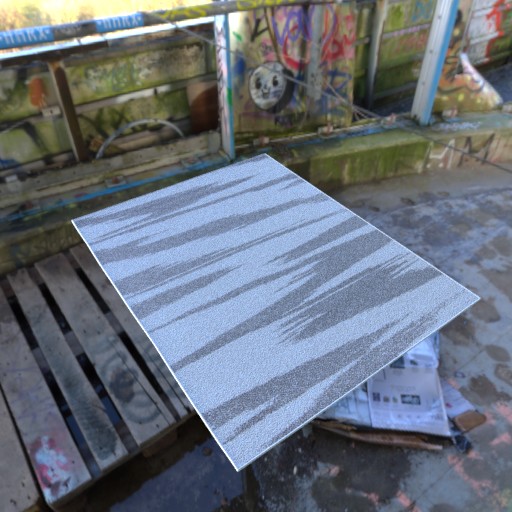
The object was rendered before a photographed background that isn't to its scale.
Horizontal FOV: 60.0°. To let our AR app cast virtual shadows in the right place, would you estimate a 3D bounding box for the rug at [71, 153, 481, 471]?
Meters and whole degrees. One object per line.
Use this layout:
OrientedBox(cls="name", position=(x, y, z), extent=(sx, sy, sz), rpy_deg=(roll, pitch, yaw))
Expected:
OrientedBox(cls="rug", position=(0.000, 0.000, 3.938), extent=(2.353, 0.014, 2.945), rpy_deg=(-25, 47, -26))
